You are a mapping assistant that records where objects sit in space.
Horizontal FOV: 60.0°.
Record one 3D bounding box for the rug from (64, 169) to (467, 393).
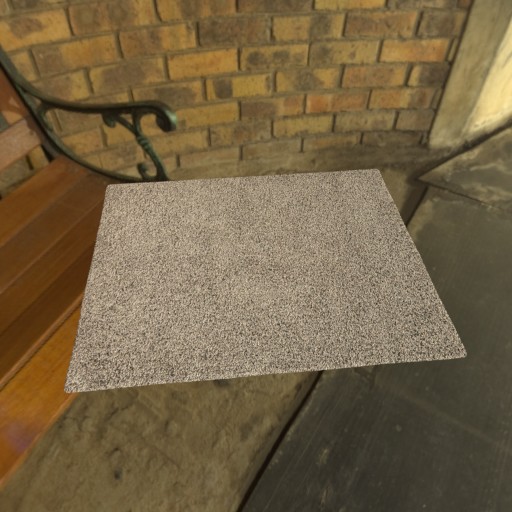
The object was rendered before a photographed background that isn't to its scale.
[{"bbox_3d":[0.000,0.000,4.143,3.047,0.029,2.438,-4,47,-4],"label":"rug"}]
